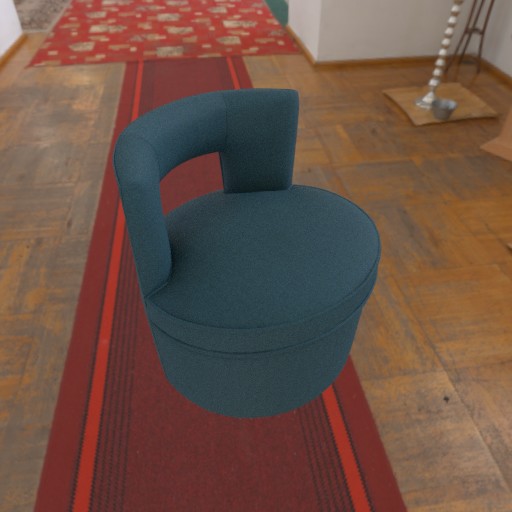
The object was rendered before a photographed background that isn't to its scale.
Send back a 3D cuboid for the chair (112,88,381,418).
[{"bbox_3d":[0.000,0.000,1.237,0.660,0.711,0.684,26,47,27],"label":"chair"}]
